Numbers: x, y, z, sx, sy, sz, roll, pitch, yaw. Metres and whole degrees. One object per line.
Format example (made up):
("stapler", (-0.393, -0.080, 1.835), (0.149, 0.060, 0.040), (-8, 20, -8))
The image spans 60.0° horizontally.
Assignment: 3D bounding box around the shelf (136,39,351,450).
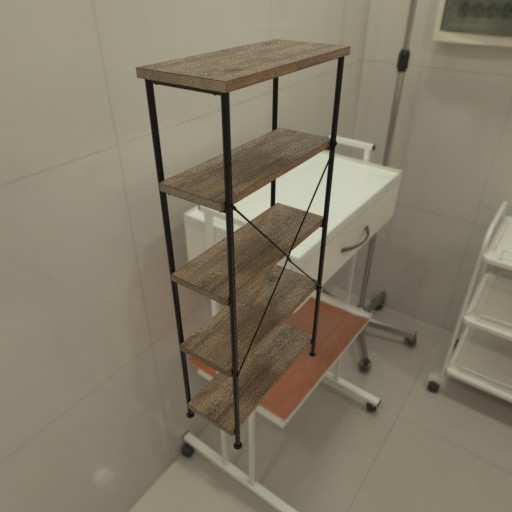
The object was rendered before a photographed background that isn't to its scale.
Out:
("shelf", (0.000, 0.000, 2.038), (0.360, 1.700, 0.800), (21, 38, 29))
